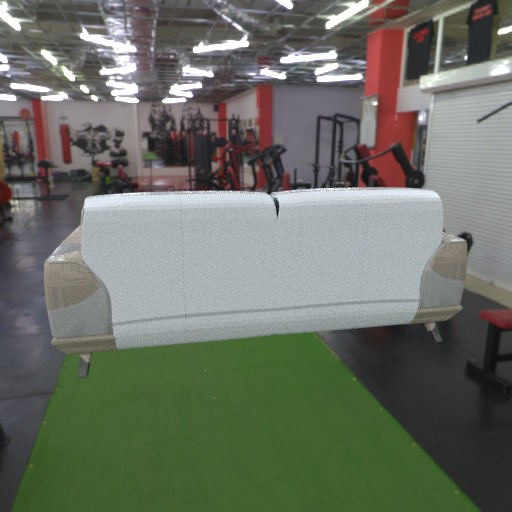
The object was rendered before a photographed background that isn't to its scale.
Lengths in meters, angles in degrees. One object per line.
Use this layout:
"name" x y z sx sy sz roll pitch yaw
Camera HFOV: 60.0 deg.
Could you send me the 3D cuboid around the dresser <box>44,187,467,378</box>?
"dresser" 0.000 0.000 5.799 4.679 1.863 2.251 -3 15 -12
